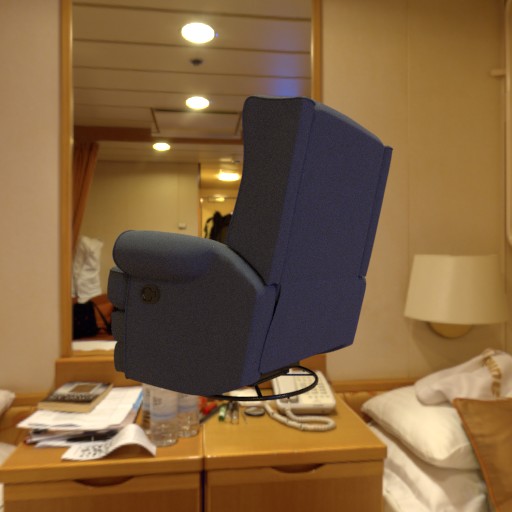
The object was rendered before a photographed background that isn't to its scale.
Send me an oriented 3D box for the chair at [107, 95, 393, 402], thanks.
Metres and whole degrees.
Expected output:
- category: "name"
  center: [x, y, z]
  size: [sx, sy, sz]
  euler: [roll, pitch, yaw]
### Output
- category: "chair"
  center: [0.000, 0.000, 1.791]
  size: [0.877, 1.020, 0.971]
  euler: [0, 0, 36]
